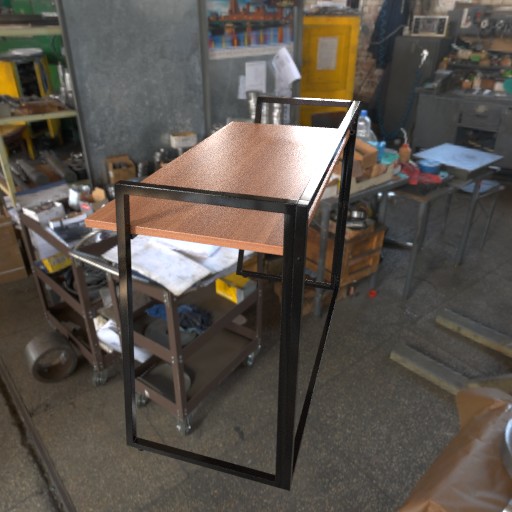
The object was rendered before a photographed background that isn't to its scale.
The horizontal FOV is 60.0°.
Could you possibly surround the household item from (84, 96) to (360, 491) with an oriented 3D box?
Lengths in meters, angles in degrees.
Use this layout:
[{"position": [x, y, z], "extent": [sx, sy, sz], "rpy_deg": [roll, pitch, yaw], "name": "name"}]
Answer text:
[{"position": [0.000, 0.000, 1.514], "extent": [0.510, 0.860, 1.050], "rpy_deg": [8, 31, 14], "name": "household item"}]
